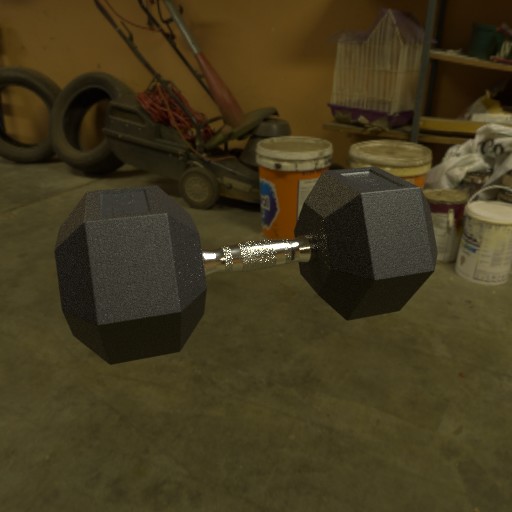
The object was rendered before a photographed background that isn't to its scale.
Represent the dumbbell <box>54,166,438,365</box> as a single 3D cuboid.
[{"bbox_3d":[0.000,0.000,0.479,0.384,0.150,0.173,-8,27,-15],"label":"dumbbell"}]
